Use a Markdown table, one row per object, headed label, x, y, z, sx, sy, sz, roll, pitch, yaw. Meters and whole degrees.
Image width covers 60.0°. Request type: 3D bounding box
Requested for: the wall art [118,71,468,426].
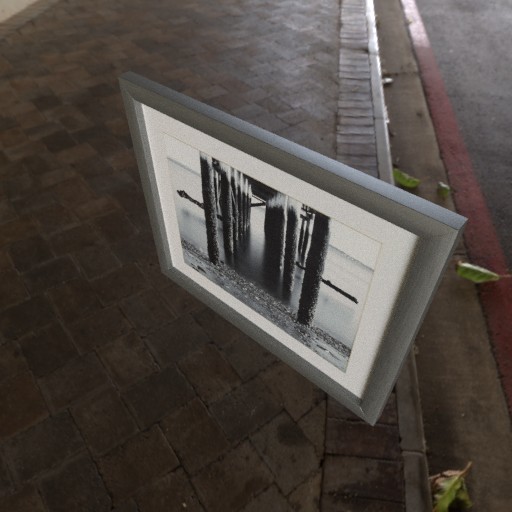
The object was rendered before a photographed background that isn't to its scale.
| label | x | y | z | sx | sy | sz | roll | pitch | yaw |
| --- | --- | --- | --- | --- | --- | --- | --- | --- | --- |
| wall art | 0.000 | 0.000 | 0.739 | 0.556 | 0.457 | 0.028 | 32 | 53 | 27 |
